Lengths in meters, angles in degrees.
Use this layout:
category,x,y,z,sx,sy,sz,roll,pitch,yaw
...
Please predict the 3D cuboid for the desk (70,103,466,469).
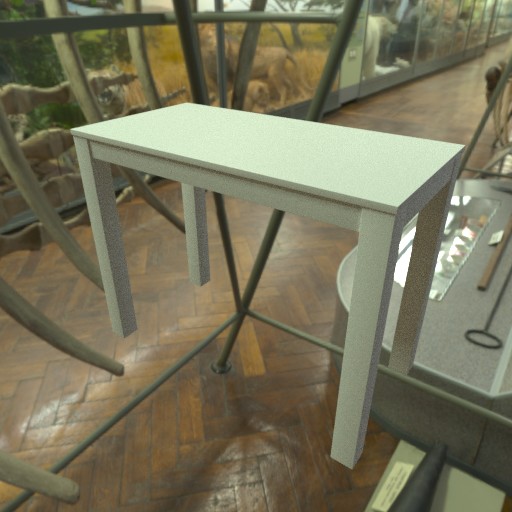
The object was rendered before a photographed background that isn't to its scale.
category,x,y,z,sx,sy,sz,roll,pitch,yaw
desk,0.000,0.000,1.419,0.990,0.762,0.497,19,35,30
